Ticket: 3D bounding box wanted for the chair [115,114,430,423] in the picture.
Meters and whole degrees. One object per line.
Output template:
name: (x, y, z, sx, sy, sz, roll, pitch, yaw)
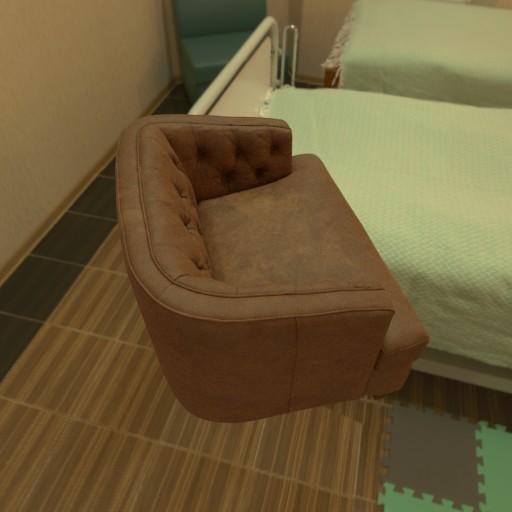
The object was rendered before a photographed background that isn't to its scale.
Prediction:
chair: (0.000, 0.000, 1.739, 0.911, 0.836, 1.119, -10, 47, -10)
